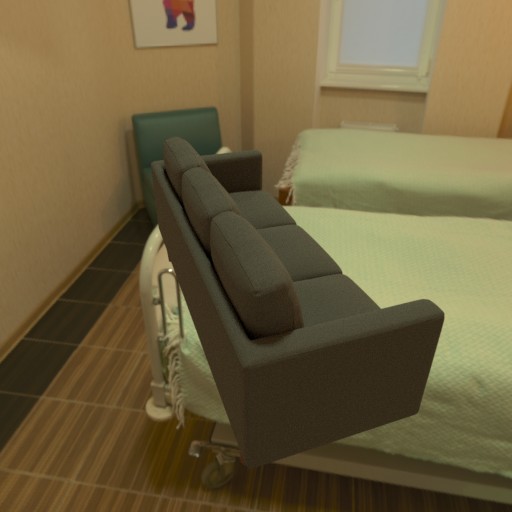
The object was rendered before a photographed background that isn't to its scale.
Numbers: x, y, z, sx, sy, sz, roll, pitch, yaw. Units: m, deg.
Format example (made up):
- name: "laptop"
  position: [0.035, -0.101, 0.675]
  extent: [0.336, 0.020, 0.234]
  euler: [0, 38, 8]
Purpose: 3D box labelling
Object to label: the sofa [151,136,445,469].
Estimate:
- name: "sofa"
  position: [0.000, 0.000, 2.427]
  extent: [0.802, 0.912, 2.029]
  euler: [-11, 33, -17]
